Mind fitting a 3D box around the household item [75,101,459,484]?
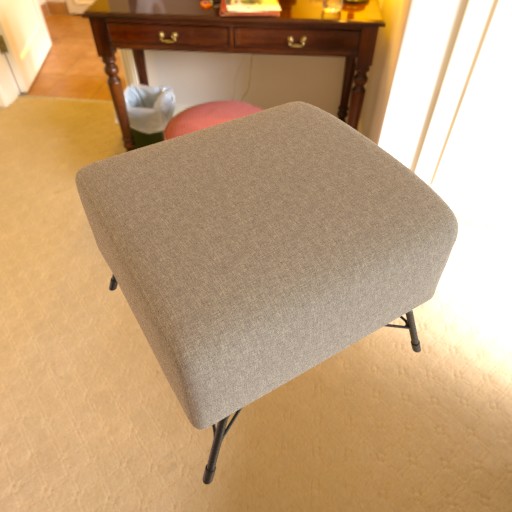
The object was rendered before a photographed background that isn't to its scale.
[{"bbox_3d":[0.000,0.000,0.880,0.530,0.410,0.530,-24,51,-21],"label":"household item"}]
